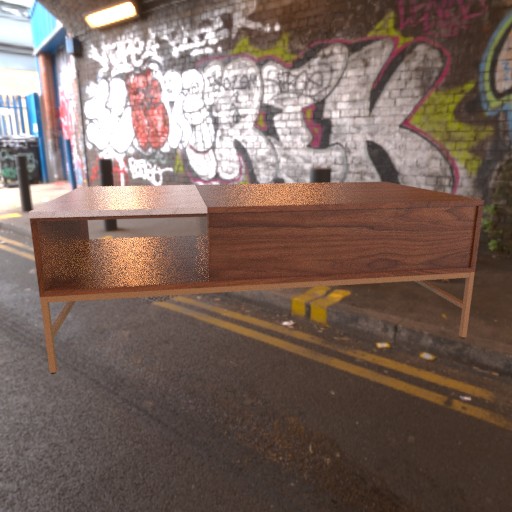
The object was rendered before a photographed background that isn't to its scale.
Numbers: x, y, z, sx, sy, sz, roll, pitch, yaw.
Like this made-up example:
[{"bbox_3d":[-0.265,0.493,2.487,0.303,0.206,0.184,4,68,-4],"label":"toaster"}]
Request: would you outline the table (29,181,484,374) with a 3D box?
[{"bbox_3d":[0.000,0.000,1.931,1.553,0.551,0.789,-3,15,-10],"label":"table"}]
